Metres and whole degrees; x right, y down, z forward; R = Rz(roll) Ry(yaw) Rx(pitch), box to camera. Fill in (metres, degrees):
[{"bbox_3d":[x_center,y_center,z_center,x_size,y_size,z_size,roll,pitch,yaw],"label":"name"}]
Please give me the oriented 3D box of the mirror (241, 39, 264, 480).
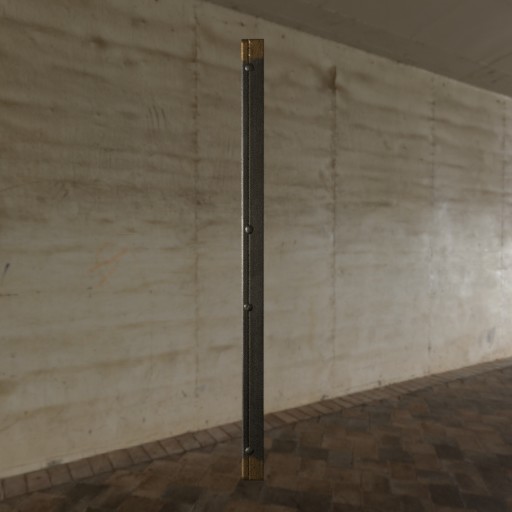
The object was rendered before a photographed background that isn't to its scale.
[{"bbox_3d":[0.000,0.000,0.572,0.020,0.381,0.382,0,2,1],"label":"mirror"}]
